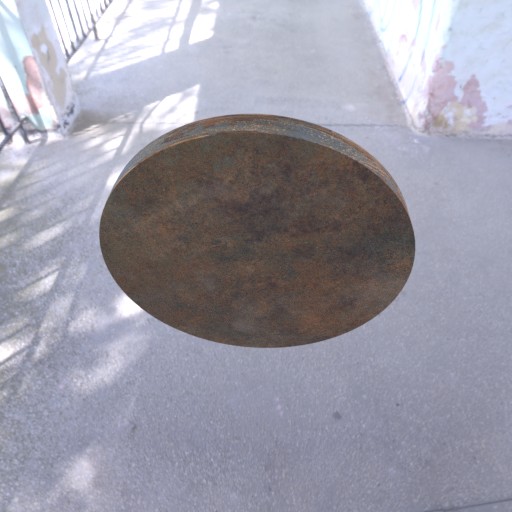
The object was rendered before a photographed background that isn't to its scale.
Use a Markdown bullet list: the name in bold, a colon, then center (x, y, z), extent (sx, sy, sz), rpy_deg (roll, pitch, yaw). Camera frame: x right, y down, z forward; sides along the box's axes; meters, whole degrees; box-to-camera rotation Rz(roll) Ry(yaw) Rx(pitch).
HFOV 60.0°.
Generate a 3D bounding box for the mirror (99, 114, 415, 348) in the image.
- **mirror**: center (0.000, 0.000, 0.867), extent (0.585, 0.585, 0.061), rpy_deg (2, 48, 2)
